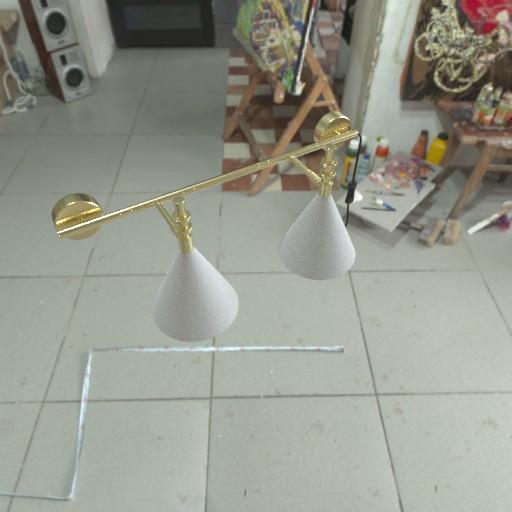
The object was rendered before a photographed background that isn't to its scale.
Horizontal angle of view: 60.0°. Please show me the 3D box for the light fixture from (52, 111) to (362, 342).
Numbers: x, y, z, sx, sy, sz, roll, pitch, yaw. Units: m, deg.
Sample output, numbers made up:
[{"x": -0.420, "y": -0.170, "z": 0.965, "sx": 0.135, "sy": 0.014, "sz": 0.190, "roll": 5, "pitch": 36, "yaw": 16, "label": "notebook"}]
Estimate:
[{"x": 0.000, "y": 0.000, "z": 0.882, "sx": 0.642, "sy": 0.468, "sz": 0.239, "roll": -23, "pitch": 51, "yaw": -21, "label": "light fixture"}]
